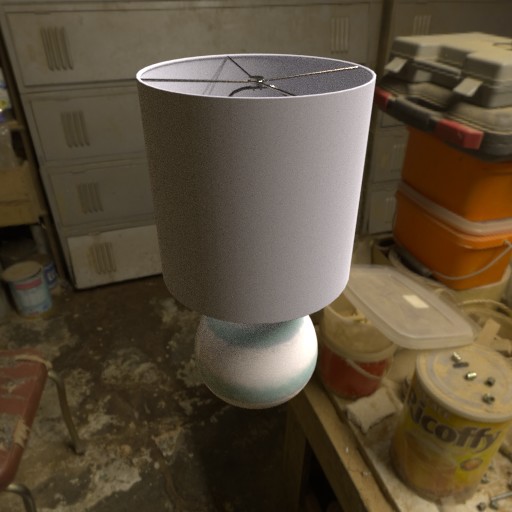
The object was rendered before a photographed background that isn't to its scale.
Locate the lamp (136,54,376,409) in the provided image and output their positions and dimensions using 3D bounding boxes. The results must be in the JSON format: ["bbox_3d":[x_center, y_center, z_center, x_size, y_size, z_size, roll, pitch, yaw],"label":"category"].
[{"bbox_3d":[0.000,0.000,0.517,0.217,0.404,0.217,-10,33,-15],"label":"lamp"}]
